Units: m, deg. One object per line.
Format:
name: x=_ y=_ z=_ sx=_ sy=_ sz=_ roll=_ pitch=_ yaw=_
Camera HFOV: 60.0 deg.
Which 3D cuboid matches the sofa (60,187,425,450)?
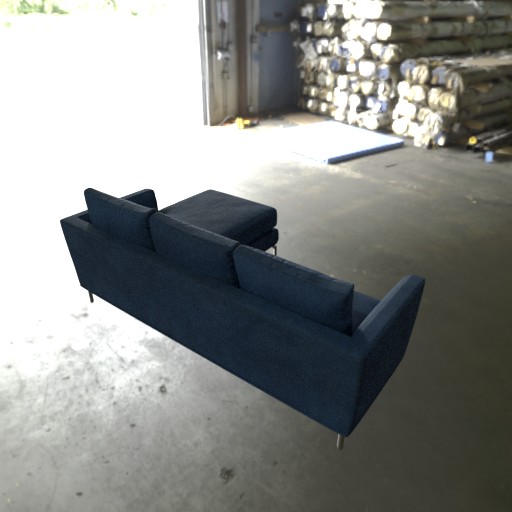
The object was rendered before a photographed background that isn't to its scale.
sofa: x=0.000 y=0.000 z=3.306 sx=2.438 sy=0.987 sz=1.622 roll=21 pitch=35 yaw=32
